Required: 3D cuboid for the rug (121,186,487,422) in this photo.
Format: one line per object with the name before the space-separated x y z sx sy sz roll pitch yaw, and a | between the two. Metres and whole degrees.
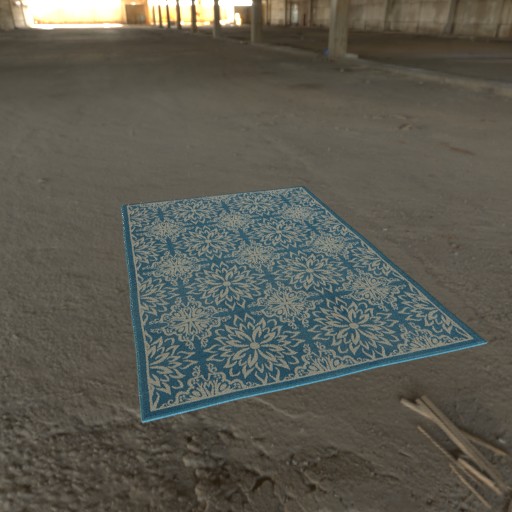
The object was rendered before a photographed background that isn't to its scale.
rug | 0.000 0.000 2.760 1.554 0.012 2.205 -8 30 -15
